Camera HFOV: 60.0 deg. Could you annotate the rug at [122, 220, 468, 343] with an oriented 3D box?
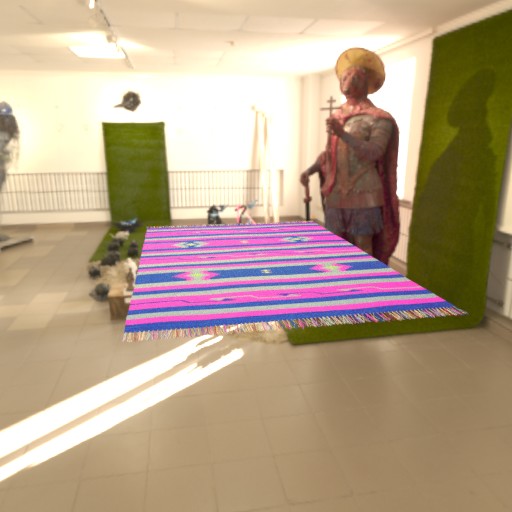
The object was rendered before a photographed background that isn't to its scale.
[{"bbox_3d":[0.000,0.000,2.985,1.539,0.013,2.350,-3,16,-10],"label":"rug"}]
